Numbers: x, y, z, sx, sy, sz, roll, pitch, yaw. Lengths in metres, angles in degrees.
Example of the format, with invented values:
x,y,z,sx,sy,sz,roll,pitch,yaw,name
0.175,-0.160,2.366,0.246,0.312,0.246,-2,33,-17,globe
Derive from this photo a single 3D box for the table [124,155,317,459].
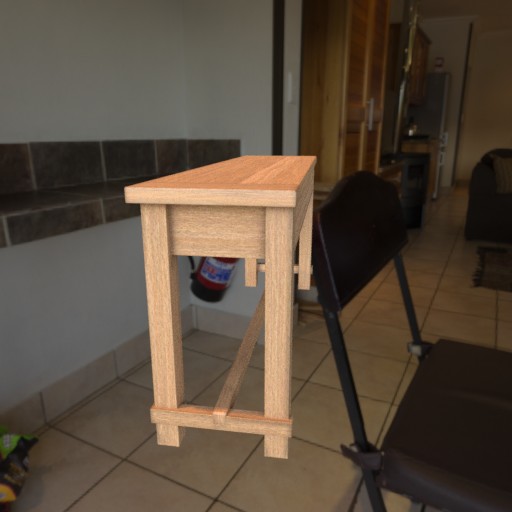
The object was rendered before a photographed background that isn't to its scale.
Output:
x,y,z,sx,sy,sz,roll,pitch,yaw,name
0.000,0.000,1.892,0.442,0.762,1.599,2,16,9,table
